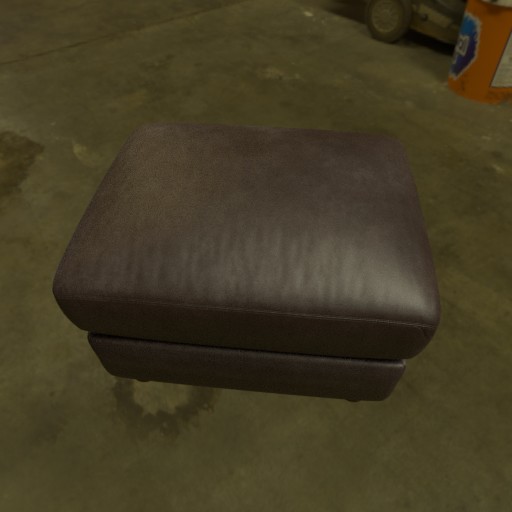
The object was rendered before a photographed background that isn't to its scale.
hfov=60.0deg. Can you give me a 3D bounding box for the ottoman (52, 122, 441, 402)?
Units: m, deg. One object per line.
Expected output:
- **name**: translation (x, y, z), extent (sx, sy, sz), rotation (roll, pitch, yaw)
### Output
- **ottoman**: translation (0.000, 0.000, 1.230), extent (0.806, 0.569, 0.670), rotation (4, 46, 4)
